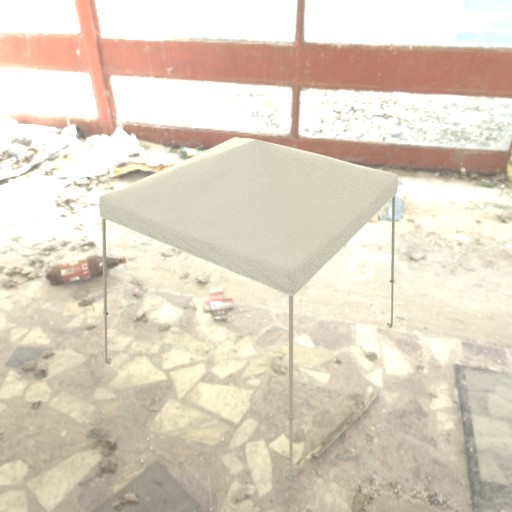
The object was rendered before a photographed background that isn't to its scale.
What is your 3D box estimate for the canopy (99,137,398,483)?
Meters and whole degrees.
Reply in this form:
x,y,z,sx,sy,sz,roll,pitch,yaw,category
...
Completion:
x,y,z,sx,sy,sz,roll,pitch,yaw,category
0.000,0.000,6.729,3.599,3.600,3.600,21,38,29,canopy
